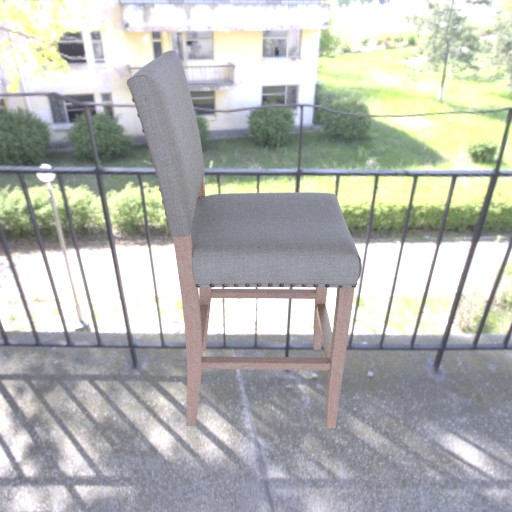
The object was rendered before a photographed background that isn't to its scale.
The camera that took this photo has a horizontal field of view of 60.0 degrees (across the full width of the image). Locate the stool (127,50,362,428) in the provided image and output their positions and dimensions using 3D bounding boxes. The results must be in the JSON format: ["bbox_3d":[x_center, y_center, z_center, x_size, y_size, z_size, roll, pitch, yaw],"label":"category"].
[{"bbox_3d":[0.000,0.000,1.442,0.585,1.173,0.445,0,31,0],"label":"stool"}]
